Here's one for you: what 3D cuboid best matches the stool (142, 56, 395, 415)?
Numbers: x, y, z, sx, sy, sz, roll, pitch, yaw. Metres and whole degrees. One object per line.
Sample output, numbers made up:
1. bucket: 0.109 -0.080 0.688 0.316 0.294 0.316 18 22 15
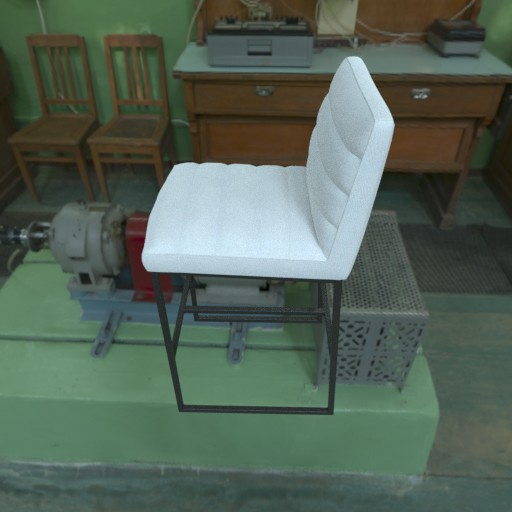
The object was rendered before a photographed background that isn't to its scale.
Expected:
1. stool: 0.000 0.000 1.367 0.573 1.061 0.464 1 40 1
